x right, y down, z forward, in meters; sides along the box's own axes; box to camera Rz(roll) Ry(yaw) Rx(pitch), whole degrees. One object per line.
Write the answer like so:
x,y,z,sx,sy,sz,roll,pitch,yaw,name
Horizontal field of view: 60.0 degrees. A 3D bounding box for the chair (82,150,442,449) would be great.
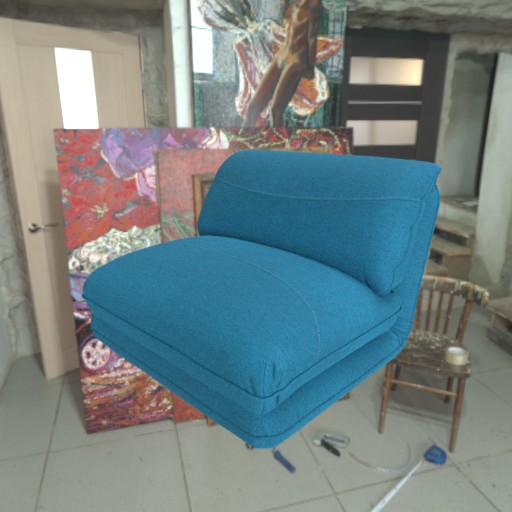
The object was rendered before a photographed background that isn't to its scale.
0.000,0.000,1.336,0.820,0.580,0.780,16,23,42,chair
